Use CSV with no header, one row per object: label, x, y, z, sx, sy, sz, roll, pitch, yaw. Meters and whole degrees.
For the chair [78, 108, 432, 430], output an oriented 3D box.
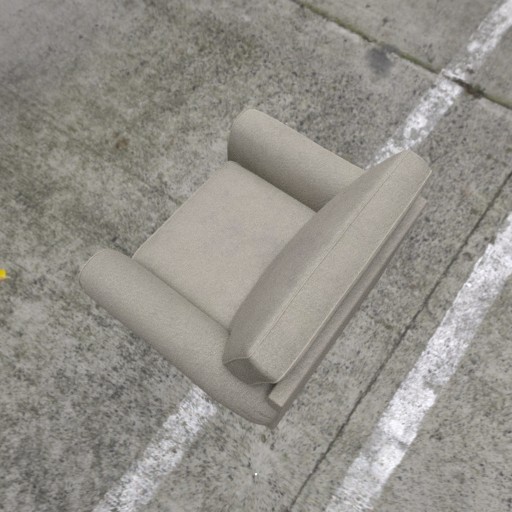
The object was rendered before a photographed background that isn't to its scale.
chair,0.000,0.000,1.910,0.939,1.044,1.147,35,69,16
